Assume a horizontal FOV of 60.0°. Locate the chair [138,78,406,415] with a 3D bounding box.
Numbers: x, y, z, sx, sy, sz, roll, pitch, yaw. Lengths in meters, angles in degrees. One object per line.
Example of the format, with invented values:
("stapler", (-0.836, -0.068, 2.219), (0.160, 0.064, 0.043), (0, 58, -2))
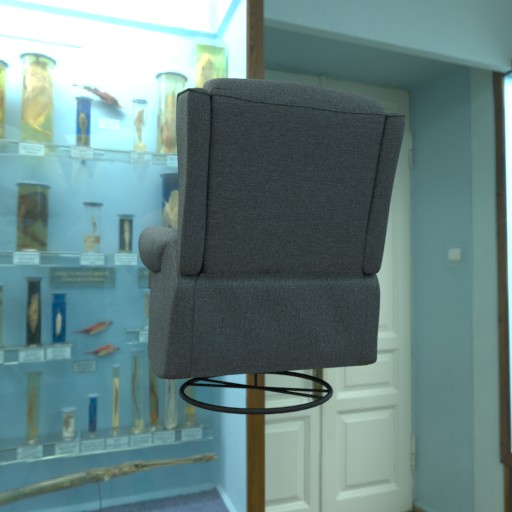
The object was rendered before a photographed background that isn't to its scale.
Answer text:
("chair", (0.000, 0.000, 1.685), (0.847, 1.011, 0.969), (1, -2, -17))
